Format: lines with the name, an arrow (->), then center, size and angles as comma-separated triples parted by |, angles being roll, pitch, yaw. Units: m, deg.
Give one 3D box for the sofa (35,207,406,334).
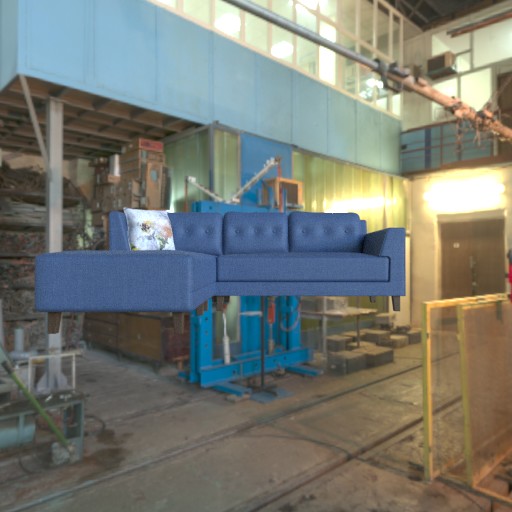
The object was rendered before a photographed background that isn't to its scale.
sofa -> 0.000, 0.000, 3.014 | 2.120, 0.787, 1.829 | 0, -1, 1
